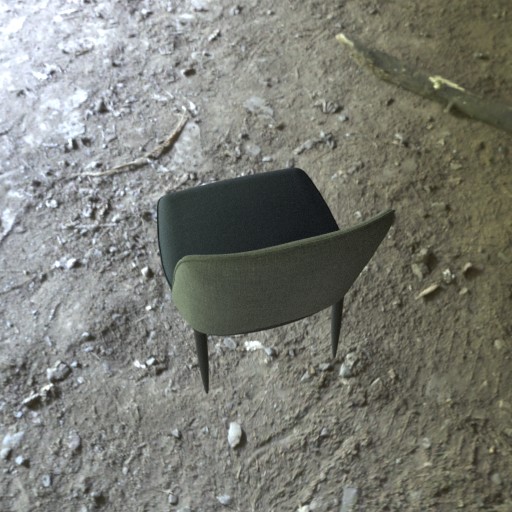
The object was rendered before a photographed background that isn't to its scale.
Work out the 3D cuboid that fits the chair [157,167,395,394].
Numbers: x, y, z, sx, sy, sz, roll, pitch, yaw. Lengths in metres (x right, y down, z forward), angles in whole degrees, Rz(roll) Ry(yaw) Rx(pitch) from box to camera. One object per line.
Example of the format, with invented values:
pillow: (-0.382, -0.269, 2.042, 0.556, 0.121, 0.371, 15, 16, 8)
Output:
chair: (0.000, 0.000, 1.164, 0.488, 0.855, 0.550, -13, 59, -8)
